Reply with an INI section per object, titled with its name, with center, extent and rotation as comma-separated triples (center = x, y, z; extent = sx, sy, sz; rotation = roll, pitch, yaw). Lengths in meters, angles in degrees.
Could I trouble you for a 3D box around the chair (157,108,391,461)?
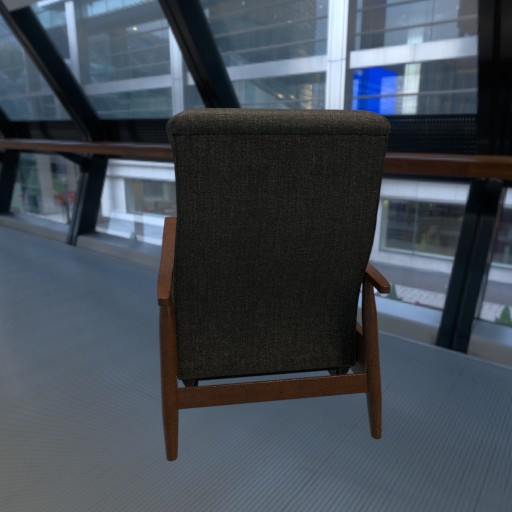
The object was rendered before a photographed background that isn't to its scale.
[chair]
center = 0.000, 0.000, 1.808
extent = 0.762, 1.082, 1.014
rotation = -2, 15, -9
